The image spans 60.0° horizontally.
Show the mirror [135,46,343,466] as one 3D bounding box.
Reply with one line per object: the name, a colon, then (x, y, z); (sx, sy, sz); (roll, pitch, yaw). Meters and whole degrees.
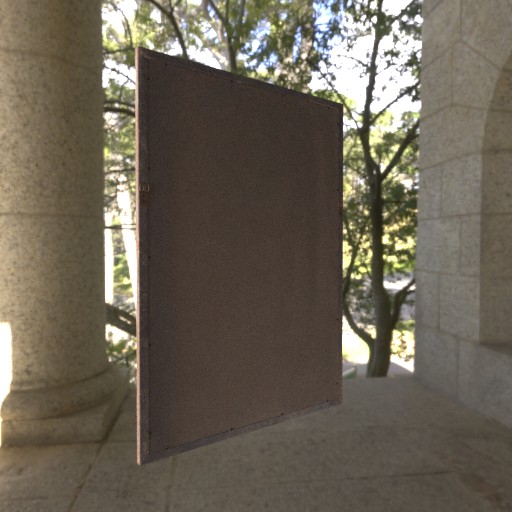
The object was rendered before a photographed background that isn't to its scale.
mirror: (0.000, 0.000, 1.268); (0.705, 0.996, 0.025); (-1, 1, -37)
